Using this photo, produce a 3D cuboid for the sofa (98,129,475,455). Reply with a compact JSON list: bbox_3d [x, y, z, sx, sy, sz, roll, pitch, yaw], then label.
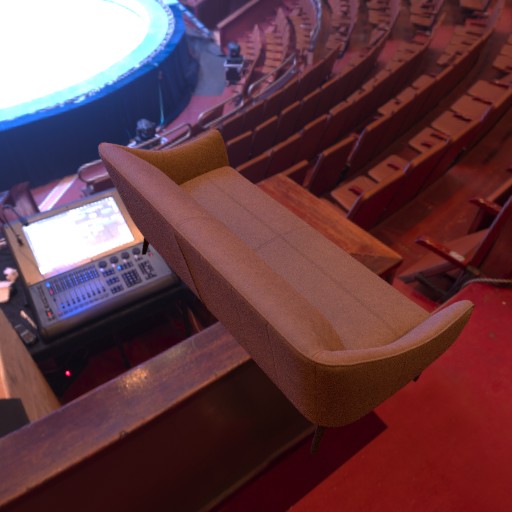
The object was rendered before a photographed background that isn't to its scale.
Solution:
[{"bbox_3d":[0.000,0.000,2.315,0.869,0.830,1.928,-28,49,-26],"label":"sofa"}]
